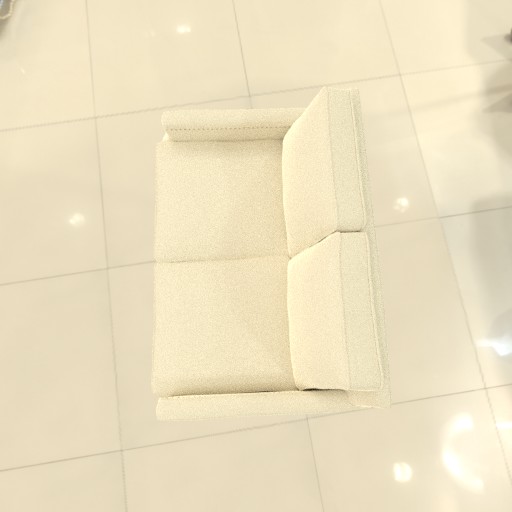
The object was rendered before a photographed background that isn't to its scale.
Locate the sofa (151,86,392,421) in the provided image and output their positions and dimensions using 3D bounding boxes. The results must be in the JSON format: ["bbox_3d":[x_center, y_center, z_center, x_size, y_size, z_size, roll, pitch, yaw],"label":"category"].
[{"bbox_3d":[0.000,0.000,2.325,1.084,1.003,1.597,-2,76,-1],"label":"sofa"}]
